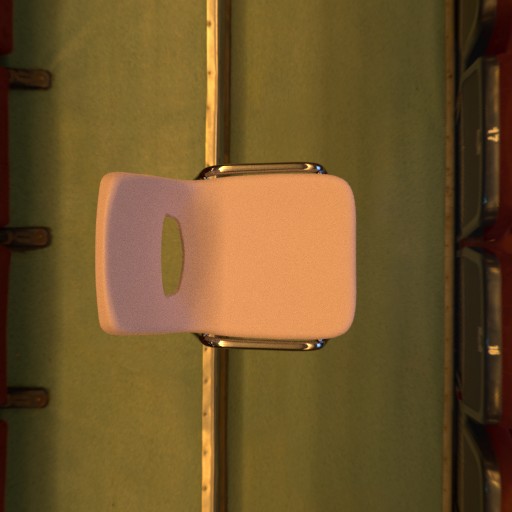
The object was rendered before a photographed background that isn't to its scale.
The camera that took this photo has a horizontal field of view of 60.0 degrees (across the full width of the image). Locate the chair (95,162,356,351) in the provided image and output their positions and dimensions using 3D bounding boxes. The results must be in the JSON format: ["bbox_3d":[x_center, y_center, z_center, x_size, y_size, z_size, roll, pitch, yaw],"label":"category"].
[{"bbox_3d":[0.000,0.000,0.792,0.385,0.537,0.354,0,89,0],"label":"chair"}]
